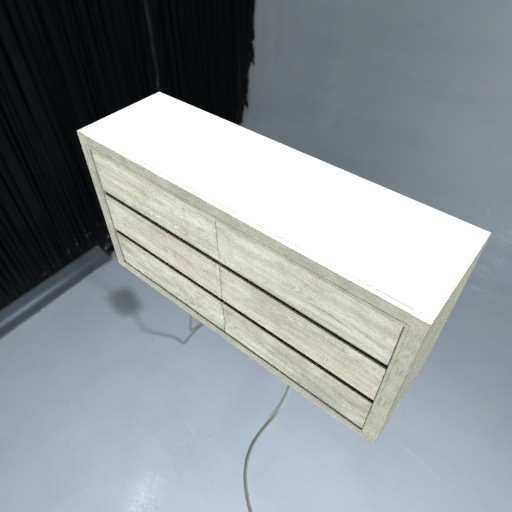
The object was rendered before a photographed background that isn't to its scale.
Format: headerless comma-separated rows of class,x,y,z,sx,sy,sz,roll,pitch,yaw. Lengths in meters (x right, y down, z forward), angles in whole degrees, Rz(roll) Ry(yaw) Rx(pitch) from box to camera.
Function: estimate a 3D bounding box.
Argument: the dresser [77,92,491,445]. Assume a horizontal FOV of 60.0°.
dresser,0.000,0.000,2.019,1.628,0.889,0.483,30,53,26
